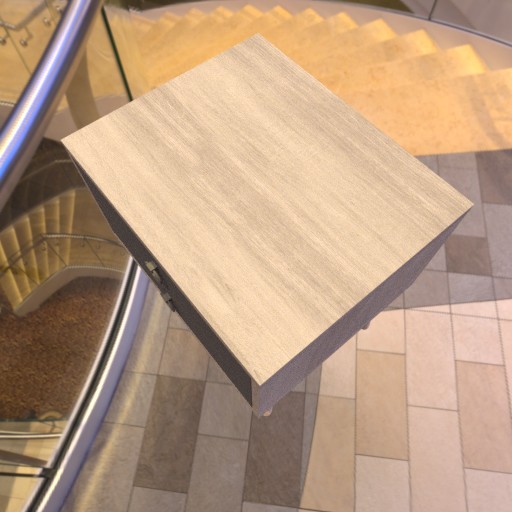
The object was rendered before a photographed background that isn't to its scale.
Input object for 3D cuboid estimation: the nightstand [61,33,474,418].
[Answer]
[{"bbox_3d":[0.000,0.000,0.834,0.380,0.500,0.450,-36,68,-17],"label":"nightstand"}]
